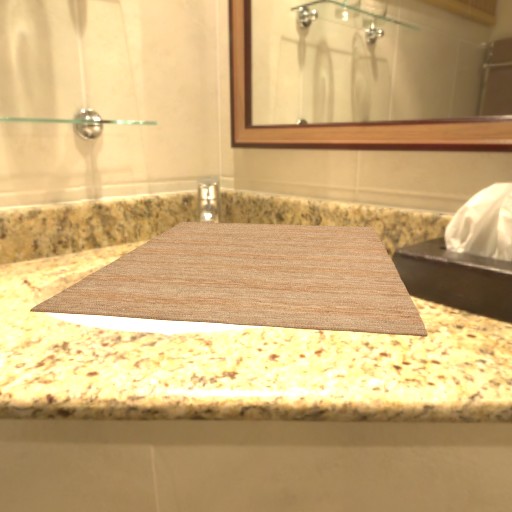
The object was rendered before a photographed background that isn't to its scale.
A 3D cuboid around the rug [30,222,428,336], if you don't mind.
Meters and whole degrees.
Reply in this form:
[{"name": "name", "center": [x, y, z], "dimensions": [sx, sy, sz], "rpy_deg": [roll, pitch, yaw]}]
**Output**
[{"name": "rug", "center": [0.000, 0.000, 3.874], "dimensions": [2.313, 0.009, 2.939], "rpy_deg": [2, 15, 8]}]
